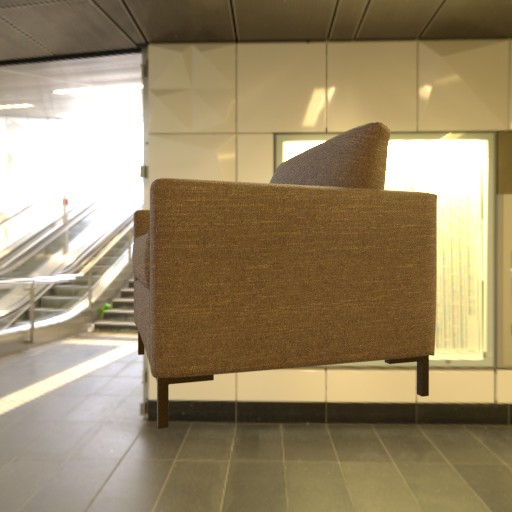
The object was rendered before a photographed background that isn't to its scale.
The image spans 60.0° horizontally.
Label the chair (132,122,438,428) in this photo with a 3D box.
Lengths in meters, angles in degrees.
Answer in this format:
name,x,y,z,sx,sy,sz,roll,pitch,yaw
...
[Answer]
name,x,y,z,sx,sy,sz,roll,pitch,yaw
chair,0.000,0.000,1.607,0.845,0.841,0.940,0,0,-18
